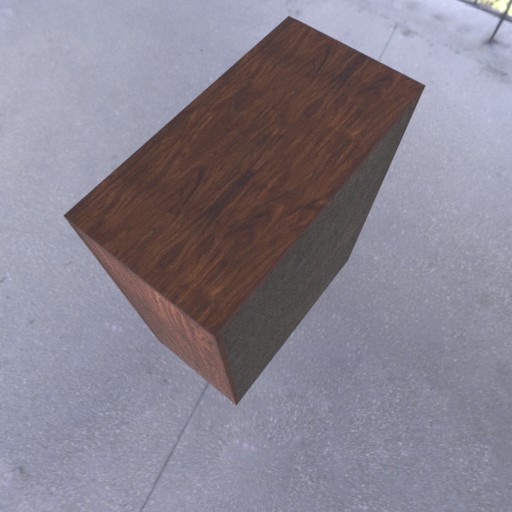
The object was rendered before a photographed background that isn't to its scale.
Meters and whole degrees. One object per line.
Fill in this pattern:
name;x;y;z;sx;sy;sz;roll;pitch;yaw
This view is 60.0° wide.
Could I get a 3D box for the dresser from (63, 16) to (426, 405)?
dresser;0.000;0.000;1.778;0.498;1.365;0.919;35;69;15
